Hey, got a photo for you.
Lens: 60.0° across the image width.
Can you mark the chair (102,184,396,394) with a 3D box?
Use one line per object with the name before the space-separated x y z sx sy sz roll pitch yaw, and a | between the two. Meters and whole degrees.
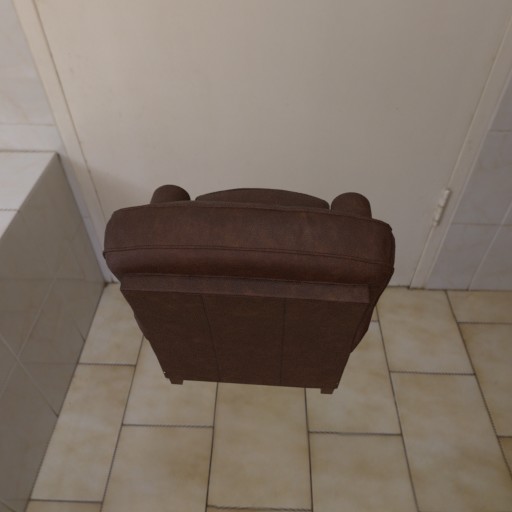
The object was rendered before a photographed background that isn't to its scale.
chair | 0.000 0.000 1.770 0.936 1.018 0.986 3 45 3
